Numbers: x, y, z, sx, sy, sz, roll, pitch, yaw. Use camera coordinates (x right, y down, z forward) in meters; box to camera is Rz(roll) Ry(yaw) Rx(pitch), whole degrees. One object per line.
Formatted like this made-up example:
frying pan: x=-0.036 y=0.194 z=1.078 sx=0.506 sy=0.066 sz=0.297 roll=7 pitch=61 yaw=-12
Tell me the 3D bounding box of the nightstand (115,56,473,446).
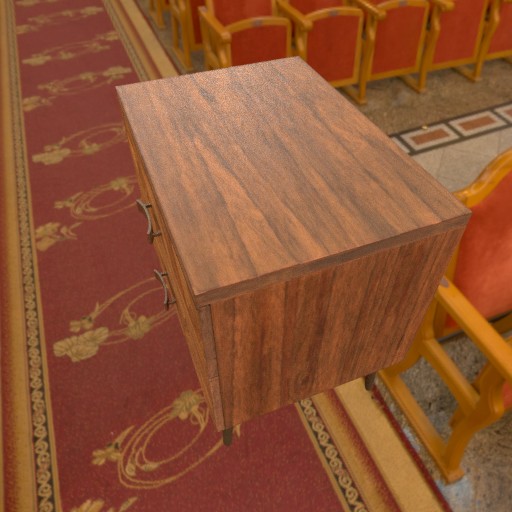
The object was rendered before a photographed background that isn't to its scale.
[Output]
nightstand: x=0.000 y=0.000 z=1.022 sx=0.458 sy=0.610 sz=0.610 roll=-16 pitch=48 yaw=-15
